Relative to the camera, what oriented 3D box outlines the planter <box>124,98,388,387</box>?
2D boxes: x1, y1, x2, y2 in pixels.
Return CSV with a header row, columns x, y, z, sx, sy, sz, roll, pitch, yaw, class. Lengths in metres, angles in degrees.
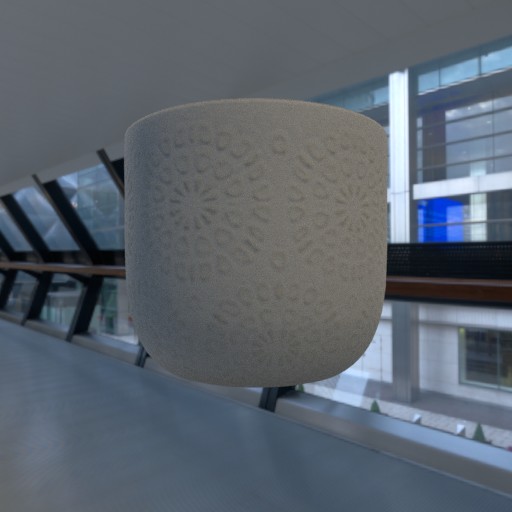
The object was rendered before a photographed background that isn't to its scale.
x,y,z,sx,sy,sz,roll,pitch,yaw,class
0.000,0.000,0.217,0.124,0.109,0.124,0,-1,0,planter
